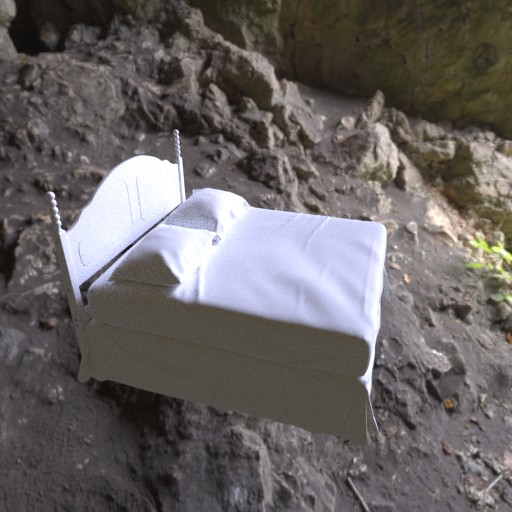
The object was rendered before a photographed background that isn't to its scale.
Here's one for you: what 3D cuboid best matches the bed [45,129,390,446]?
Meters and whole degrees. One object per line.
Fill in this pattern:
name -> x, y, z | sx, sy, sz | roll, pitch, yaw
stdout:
bed -> 0.000, 0.000, 3.268 | 2.040, 1.356, 1.873 | 9, 30, 15
